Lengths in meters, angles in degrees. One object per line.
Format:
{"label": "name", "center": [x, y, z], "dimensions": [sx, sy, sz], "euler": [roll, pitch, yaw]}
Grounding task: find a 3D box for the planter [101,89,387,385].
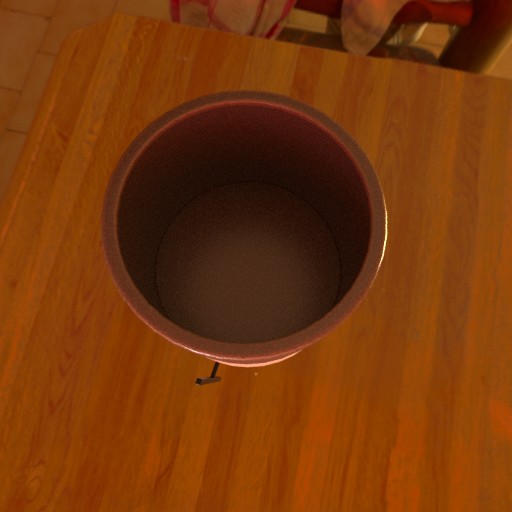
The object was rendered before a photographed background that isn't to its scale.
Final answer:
{"label": "planter", "center": [0.000, 0.000, 0.530], "dimensions": [0.260, 0.353, 0.250], "euler": [-17, 76, -5]}
